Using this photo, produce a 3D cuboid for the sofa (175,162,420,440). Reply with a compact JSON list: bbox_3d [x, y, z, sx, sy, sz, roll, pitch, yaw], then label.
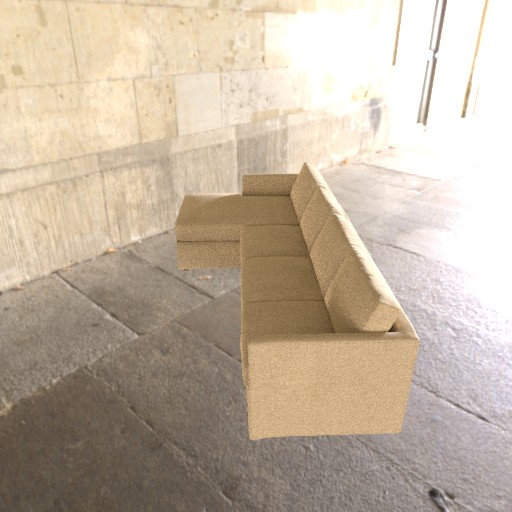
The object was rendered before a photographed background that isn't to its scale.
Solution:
[{"bbox_3d":[0.000,0.000,3.875,1.650,0.922,3.205,-1,27,-2],"label":"sofa"}]
